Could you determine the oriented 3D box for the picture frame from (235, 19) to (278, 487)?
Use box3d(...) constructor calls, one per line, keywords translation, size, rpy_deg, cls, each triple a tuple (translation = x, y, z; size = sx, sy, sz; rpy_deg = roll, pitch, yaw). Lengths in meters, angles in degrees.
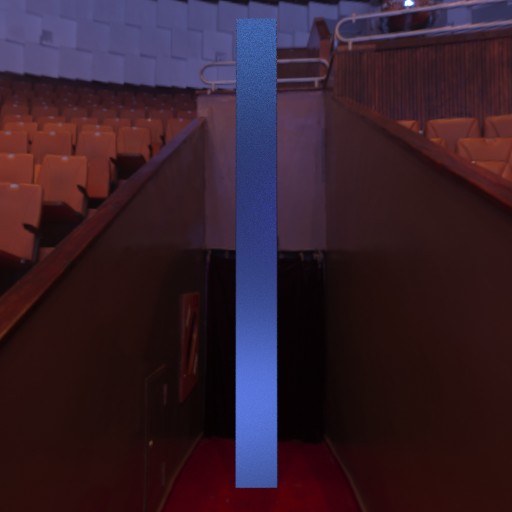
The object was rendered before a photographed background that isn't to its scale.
box3d(translation=(0.000, 0.000, 0.521), size=(0.034, 0.378, 0.328), rpy_deg=(0, -2, 0), cls="picture frame")
